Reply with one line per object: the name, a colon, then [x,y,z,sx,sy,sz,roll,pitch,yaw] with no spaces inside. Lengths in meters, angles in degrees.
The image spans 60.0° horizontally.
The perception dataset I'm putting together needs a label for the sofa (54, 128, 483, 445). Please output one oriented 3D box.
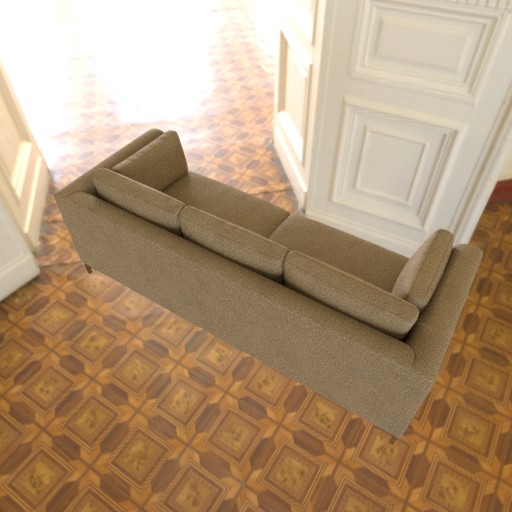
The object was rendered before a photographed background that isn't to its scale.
sofa: [0.000,0.000,2.852,2.415,0.867,0.969,25,52,21]
